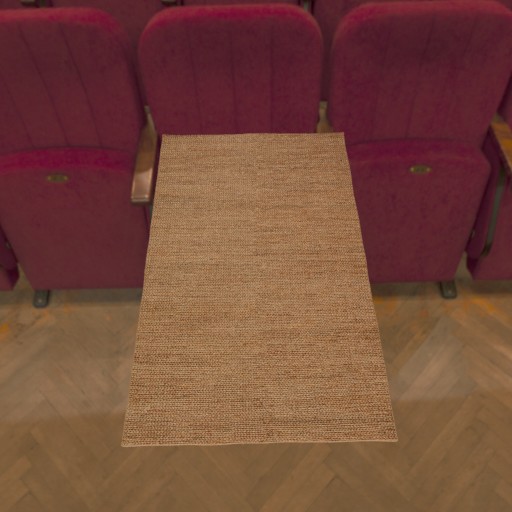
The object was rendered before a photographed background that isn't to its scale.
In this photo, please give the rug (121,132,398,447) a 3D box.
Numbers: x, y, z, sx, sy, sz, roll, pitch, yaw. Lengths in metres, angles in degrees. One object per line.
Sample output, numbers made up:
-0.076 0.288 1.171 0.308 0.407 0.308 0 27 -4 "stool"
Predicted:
0.000 0.000 3.079 1.521 0.034 2.438 -1 58 -1 "rug"
